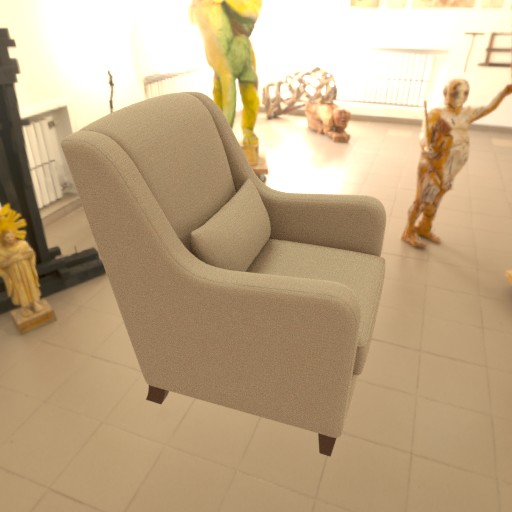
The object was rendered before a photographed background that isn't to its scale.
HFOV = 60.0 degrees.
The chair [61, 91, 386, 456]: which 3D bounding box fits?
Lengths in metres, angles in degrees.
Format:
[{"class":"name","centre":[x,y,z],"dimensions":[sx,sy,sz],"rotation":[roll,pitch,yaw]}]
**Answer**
[{"class":"chair","centre":[0.000,0.000,1.598],"dimensions":[0.896,1.017,0.715],"rotation":[11,33,17]}]
